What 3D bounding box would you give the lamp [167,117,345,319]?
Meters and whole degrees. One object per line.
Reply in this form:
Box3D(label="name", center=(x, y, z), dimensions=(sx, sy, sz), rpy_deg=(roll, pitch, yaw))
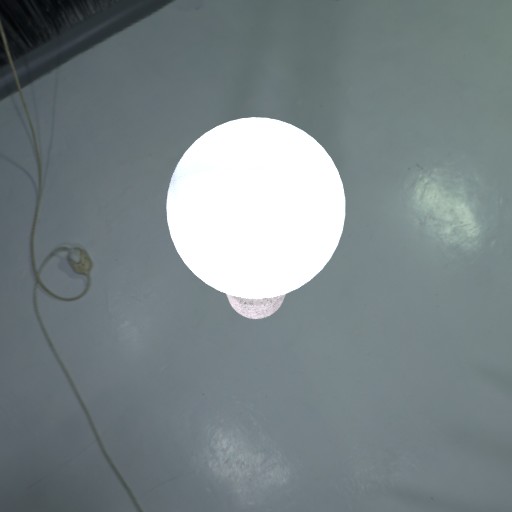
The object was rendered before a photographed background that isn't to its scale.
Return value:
Box3D(label="lamp", center=(0.000, 0.000, 0.545), dimensions=(0.153, 0.480, 0.153), rpy_deg=(0, 76, 0))
